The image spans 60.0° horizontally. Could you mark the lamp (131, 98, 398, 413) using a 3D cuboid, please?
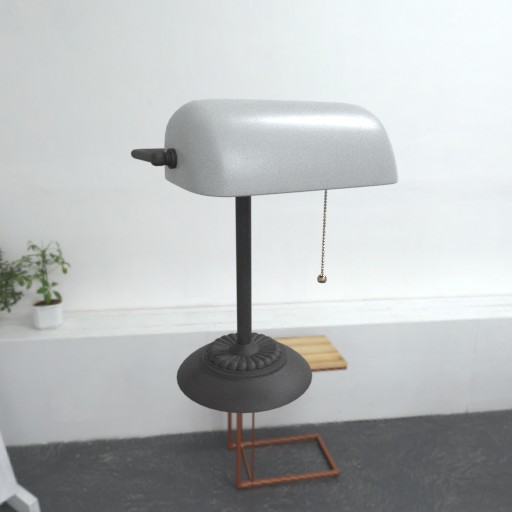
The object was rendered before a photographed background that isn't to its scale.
[{"bbox_3d":[0.000,0.000,0.517,0.264,0.339,0.243,-9,18,-27],"label":"lamp"}]
